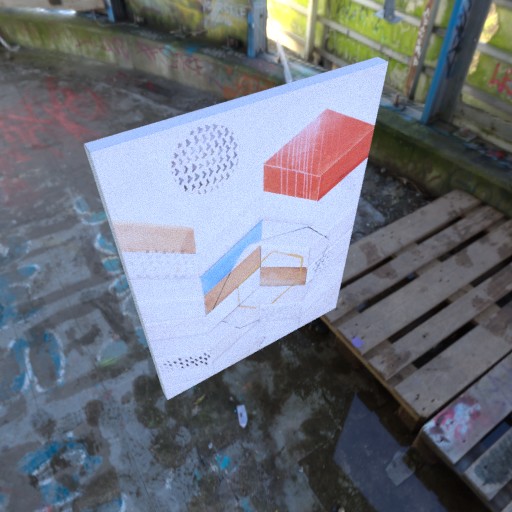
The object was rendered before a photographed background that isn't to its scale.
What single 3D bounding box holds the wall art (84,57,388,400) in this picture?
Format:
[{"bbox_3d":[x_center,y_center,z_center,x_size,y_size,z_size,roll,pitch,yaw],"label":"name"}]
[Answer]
[{"bbox_3d":[0.000,0.000,1.619,0.914,1.221,0.046,-25,51,-22],"label":"wall art"}]
